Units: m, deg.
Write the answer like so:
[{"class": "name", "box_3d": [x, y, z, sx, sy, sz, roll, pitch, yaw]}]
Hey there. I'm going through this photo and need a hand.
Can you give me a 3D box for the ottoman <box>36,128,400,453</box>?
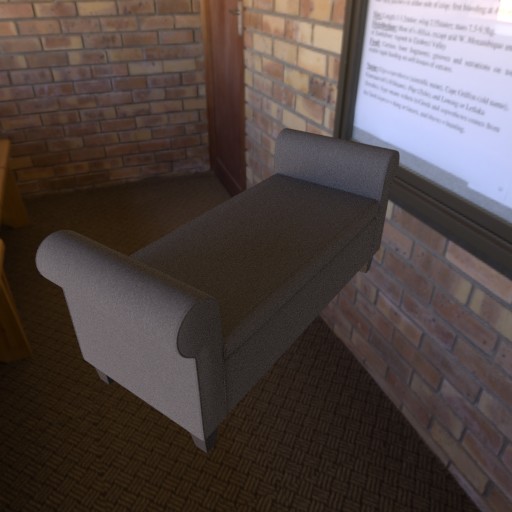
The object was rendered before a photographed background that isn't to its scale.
[{"class": "ottoman", "box_3d": [0.000, 0.000, 1.564, 0.521, 0.547, 1.256, 21, 38, 29]}]
